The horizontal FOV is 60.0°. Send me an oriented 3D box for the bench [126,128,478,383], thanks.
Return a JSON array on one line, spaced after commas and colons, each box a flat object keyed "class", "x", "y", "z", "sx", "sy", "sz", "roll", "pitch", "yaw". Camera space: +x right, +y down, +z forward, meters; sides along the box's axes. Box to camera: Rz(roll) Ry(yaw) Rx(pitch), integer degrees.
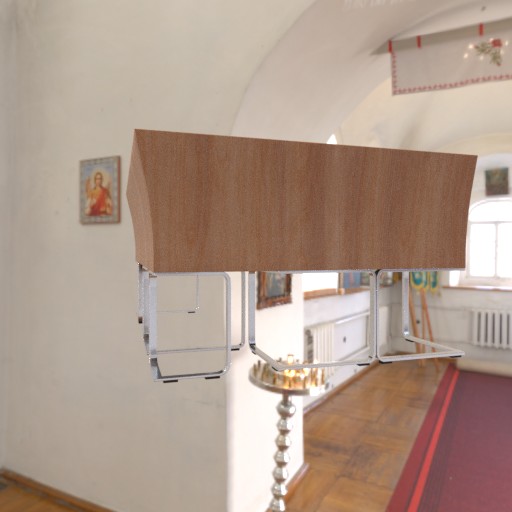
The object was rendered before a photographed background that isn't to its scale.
[{"class": "bench", "x": 0.000, "y": 0.000, "z": 2.713, "sx": 1.495, "sy": 0.930, "sz": 1.945, "roll": 0, "pitch": 1, "yaw": -17}]
